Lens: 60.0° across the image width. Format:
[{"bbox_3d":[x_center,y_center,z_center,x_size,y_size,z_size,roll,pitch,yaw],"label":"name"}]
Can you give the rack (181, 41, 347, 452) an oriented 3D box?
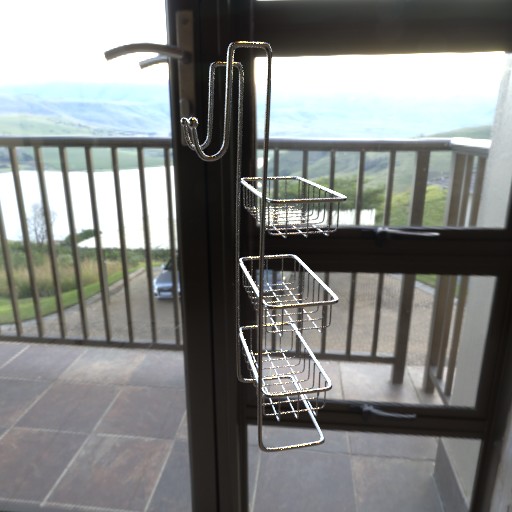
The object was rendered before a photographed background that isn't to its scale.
[{"bbox_3d":[0.000,0.000,0.687,0.202,0.574,0.228,-3,18,-11],"label":"rack"}]
